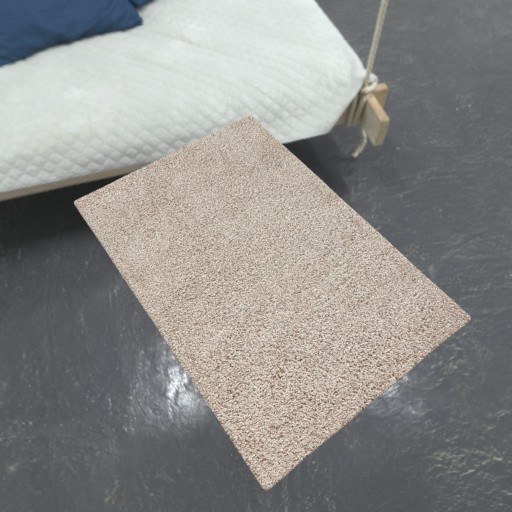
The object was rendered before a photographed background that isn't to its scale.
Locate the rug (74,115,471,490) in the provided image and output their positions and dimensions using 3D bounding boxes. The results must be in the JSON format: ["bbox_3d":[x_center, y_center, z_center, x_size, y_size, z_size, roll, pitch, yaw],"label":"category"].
[{"bbox_3d":[0.000,0.000,2.280,1.219,0.030,1.778,-32,63,-19],"label":"rug"}]
